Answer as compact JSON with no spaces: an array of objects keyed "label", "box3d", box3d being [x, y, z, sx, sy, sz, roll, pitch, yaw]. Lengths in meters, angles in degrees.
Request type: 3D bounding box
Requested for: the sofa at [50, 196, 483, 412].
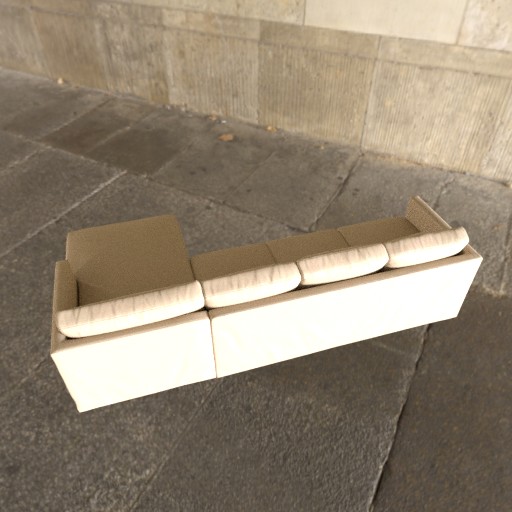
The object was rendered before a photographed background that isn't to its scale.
[{"label":"sofa","box3d":[0.000,0.000,3.819,3.206,0.871,1.622,-11,42,-13]}]
